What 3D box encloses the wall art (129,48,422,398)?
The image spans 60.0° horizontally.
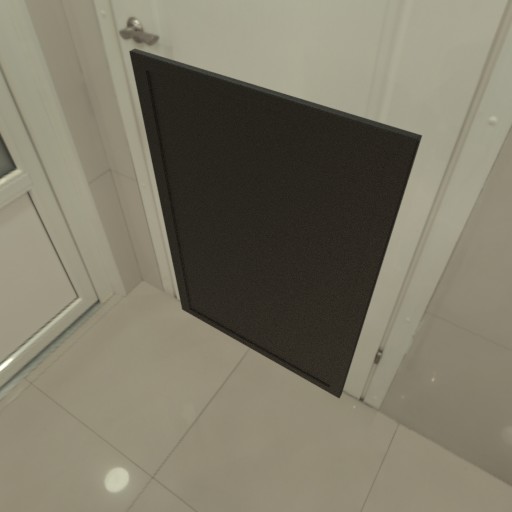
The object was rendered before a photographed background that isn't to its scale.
[{"bbox_3d":[0.000,0.000,0.835,0.451,0.661,0.012,25,52,22],"label":"wall art"}]
